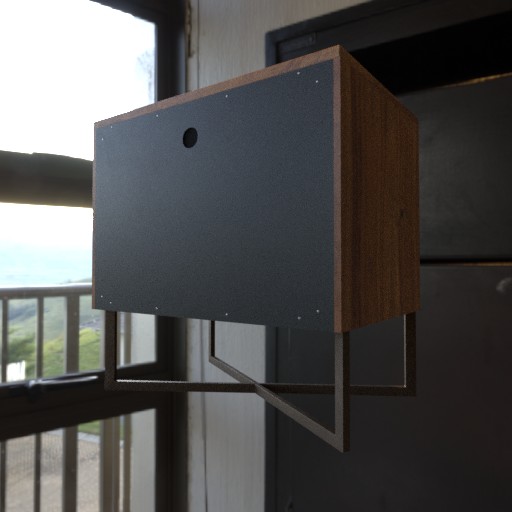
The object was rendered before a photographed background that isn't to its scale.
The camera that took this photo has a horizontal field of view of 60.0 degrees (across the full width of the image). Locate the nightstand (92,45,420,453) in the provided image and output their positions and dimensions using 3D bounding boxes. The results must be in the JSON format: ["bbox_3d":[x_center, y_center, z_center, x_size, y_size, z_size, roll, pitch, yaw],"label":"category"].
[{"bbox_3d":[0.000,0.000,1.004,0.613,0.615,0.427,-1,-2,36],"label":"nightstand"}]
